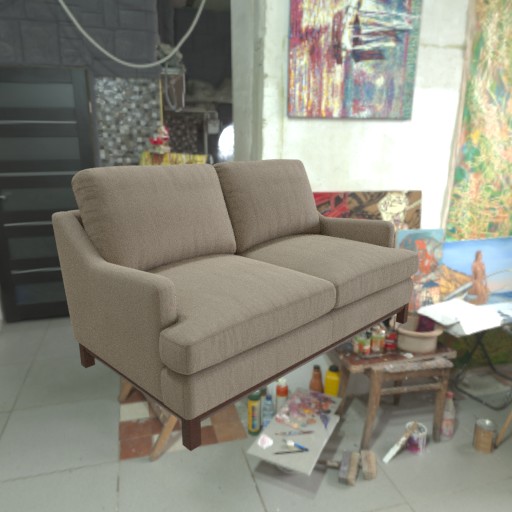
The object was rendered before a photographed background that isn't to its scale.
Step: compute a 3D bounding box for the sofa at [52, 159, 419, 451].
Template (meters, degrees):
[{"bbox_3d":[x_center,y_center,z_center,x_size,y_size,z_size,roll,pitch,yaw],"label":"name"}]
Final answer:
[{"bbox_3d":[0.000,0.000,2.233,1.004,0.910,1.619,14,20,43],"label":"sofa"}]
